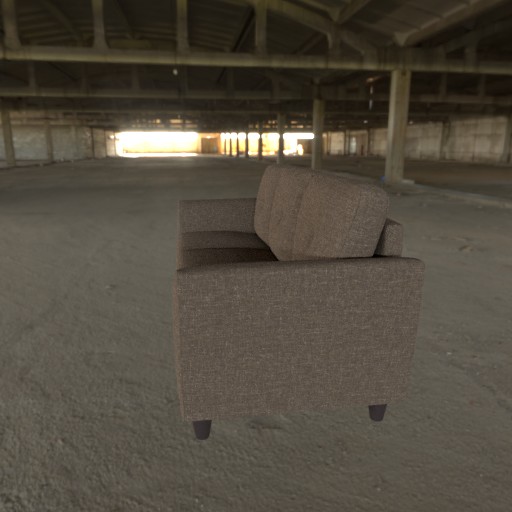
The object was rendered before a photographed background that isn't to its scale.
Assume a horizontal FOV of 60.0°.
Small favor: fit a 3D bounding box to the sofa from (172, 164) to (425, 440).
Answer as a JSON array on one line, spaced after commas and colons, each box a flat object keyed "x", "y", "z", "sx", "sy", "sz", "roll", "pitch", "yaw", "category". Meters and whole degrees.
[{"x": 0.000, "y": 0.000, "z": 2.309, "sx": 0.837, "sy": 0.891, "sz": 1.847, "roll": -2, "pitch": 14, "yaw": -9, "category": "sofa"}]
